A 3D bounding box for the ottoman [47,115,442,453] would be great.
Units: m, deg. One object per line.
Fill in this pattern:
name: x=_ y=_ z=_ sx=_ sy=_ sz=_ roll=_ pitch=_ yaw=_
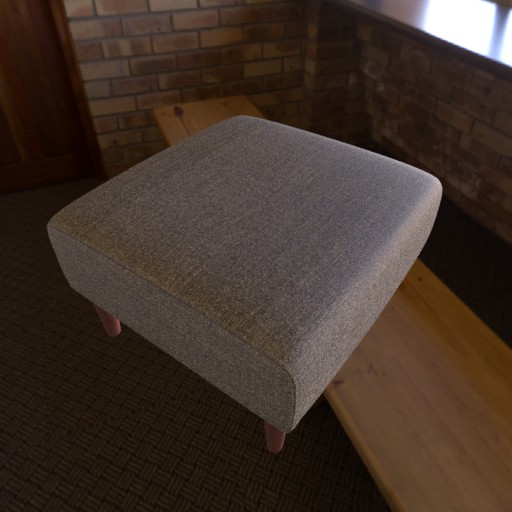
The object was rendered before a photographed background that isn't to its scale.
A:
ottoman: x=0.000 y=0.000 z=1.072 sx=0.648 sy=0.399 sz=0.655 roll=26 pitch=47 yaw=27
